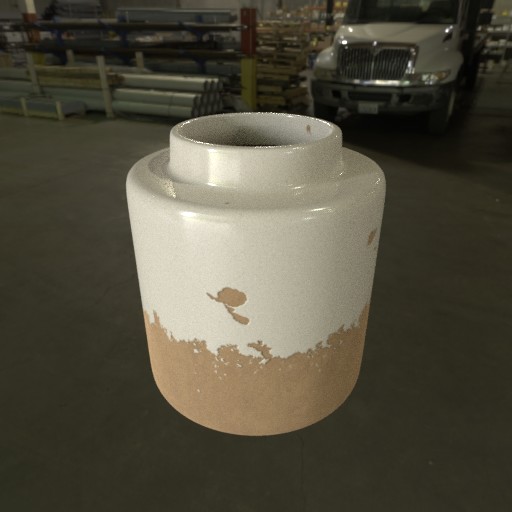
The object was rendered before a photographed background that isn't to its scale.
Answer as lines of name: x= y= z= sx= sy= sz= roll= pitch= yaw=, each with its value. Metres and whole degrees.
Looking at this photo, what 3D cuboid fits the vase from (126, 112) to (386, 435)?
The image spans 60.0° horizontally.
vase: x=0.000 y=0.000 z=0.293 sx=0.153 sy=0.167 sz=0.153 roll=0 pitch=28 yaw=0
